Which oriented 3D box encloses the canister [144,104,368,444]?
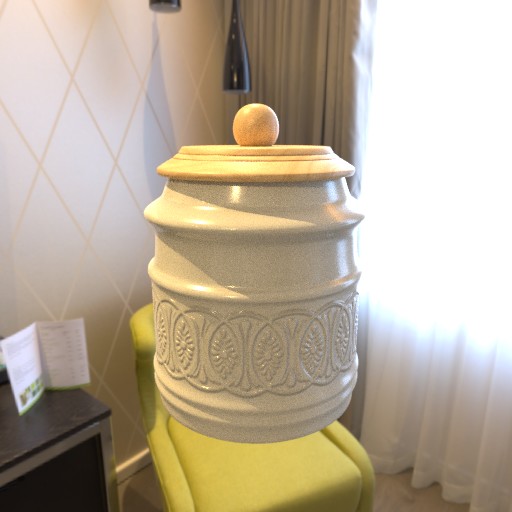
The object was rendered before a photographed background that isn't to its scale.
[{"bbox_3d":[0.000,0.000,0.271,0.130,0.176,0.130,0,15,0],"label":"canister"}]
